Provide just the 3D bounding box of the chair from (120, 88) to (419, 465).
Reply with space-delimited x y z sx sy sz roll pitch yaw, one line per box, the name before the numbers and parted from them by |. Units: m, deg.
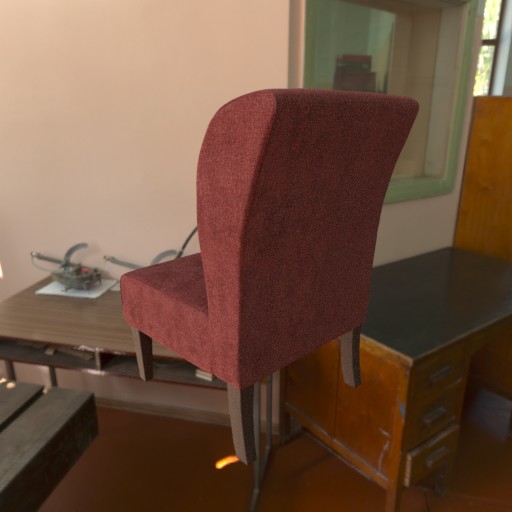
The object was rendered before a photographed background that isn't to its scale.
chair | 0.000 0.000 1.245 0.538 0.846 0.640 -16 23 -42
